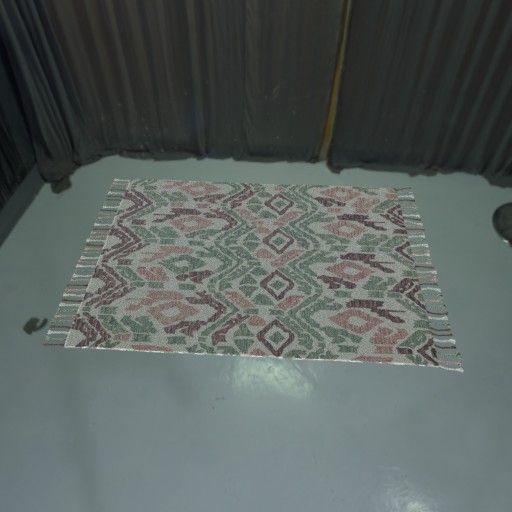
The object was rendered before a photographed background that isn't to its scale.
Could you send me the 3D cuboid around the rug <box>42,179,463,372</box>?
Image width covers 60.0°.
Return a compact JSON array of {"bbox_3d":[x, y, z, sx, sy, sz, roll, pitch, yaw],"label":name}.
[{"bbox_3d":[0.000,0.000,2.302,1.829,0.010,1.219,2,48,2],"label":"rug"}]
